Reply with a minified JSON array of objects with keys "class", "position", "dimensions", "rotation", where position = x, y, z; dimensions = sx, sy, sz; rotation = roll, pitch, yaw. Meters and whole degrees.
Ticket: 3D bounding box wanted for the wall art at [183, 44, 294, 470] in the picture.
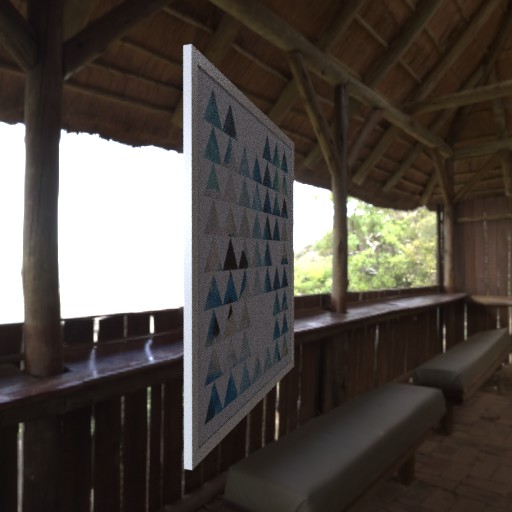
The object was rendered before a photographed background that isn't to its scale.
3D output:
[{"class":"wall art","position":[0.000,0.000,0.845],"dimensions":[0.012,0.557,0.557],"rotation":[0,1,19]}]
